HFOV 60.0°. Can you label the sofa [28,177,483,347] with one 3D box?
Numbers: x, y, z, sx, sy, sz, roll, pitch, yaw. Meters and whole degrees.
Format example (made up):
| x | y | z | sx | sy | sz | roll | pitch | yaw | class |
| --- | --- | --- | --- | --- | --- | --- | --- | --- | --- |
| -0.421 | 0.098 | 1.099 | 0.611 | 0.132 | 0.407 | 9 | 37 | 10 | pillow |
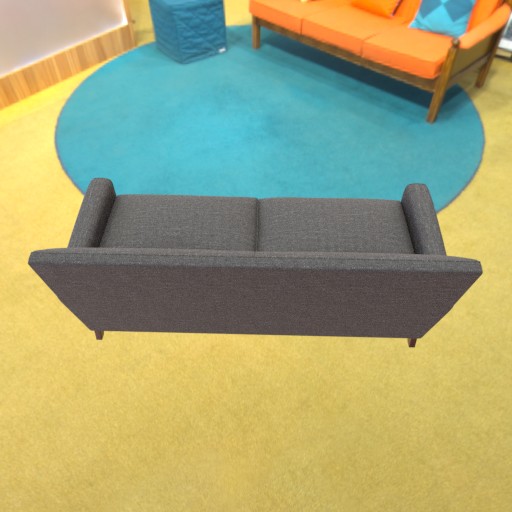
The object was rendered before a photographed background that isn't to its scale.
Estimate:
| x | y | z | sx | sy | sz | roll | pitch | yaw | class |
| --- | --- | --- | --- | --- | --- | --- | --- | --- | --- |
| 0.000 | 0.000 | 2.437 | 1.976 | 0.846 | 0.875 | 1 | 48 | 1 | sofa |
